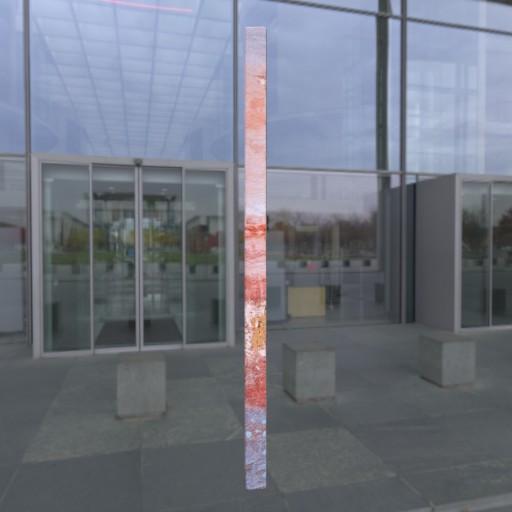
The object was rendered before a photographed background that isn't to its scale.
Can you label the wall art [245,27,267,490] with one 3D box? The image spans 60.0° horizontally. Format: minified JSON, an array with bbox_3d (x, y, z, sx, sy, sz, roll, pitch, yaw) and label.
[{"bbox_3d":[0.000,0.000,1.085,0.035,0.747,0.747,0,1,0],"label":"wall art"}]
